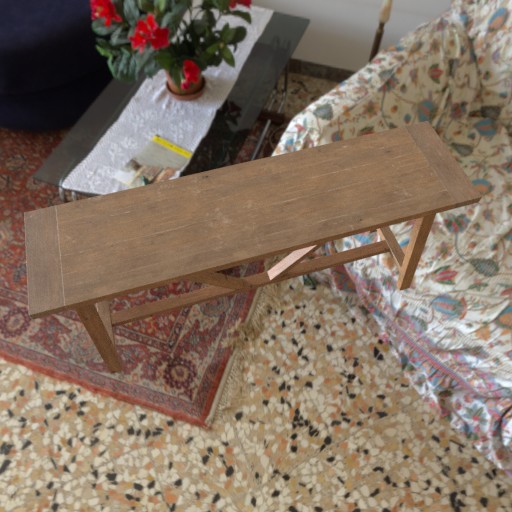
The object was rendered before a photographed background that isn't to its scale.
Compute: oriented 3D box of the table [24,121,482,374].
[{"bbox_3d":[0.000,0.000,2.144,1.800,0.810,0.465,-15,60,-9],"label":"table"}]
